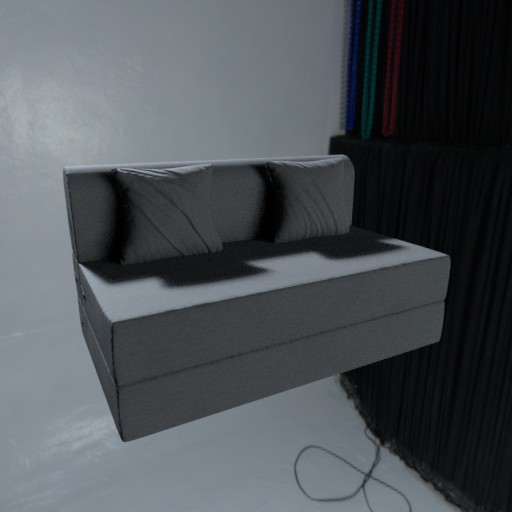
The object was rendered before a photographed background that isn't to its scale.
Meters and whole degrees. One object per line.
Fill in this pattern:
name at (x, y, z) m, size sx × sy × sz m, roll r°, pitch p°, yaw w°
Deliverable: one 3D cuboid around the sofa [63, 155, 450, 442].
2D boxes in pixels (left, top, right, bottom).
sofa at (0.000, 0.000, 1.665) m, size 1.225 × 0.670 × 0.762 m, roll -9°, pitch 19°, yaw -27°
